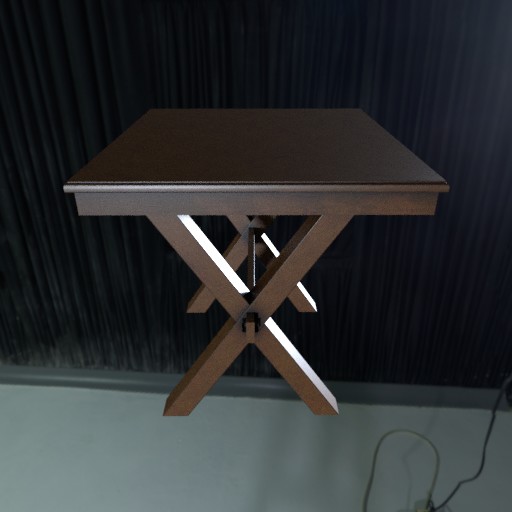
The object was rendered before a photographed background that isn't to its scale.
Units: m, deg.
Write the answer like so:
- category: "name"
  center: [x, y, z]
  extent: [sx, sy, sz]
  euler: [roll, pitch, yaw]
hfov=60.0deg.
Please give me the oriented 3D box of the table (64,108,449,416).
- category: "table"
  center: [0.000, 0.000, 1.037]
  extent: [0.560, 0.562, 0.602]
  euler: [0, 28, 0]
